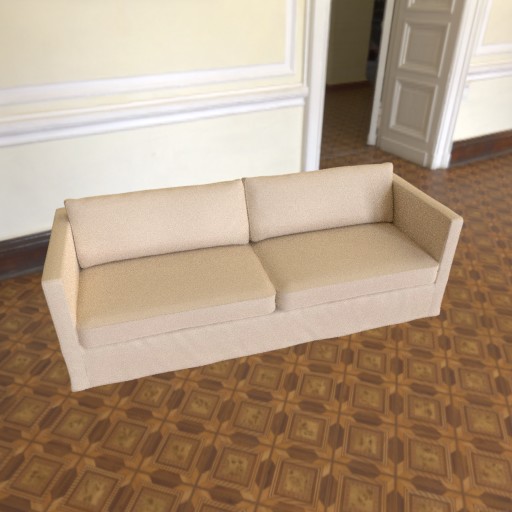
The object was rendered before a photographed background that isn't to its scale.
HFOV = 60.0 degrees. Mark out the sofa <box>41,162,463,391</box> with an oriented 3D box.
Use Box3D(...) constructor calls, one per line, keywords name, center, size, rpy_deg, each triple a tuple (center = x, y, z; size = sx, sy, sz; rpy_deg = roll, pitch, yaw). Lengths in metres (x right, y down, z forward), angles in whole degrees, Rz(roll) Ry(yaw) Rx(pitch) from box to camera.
Box3D(name="sofa", center=(0.000, 0.000, 3.315), size=(2.779, 0.999, 1.036), rpy_deg=(-9, 33, -14))
